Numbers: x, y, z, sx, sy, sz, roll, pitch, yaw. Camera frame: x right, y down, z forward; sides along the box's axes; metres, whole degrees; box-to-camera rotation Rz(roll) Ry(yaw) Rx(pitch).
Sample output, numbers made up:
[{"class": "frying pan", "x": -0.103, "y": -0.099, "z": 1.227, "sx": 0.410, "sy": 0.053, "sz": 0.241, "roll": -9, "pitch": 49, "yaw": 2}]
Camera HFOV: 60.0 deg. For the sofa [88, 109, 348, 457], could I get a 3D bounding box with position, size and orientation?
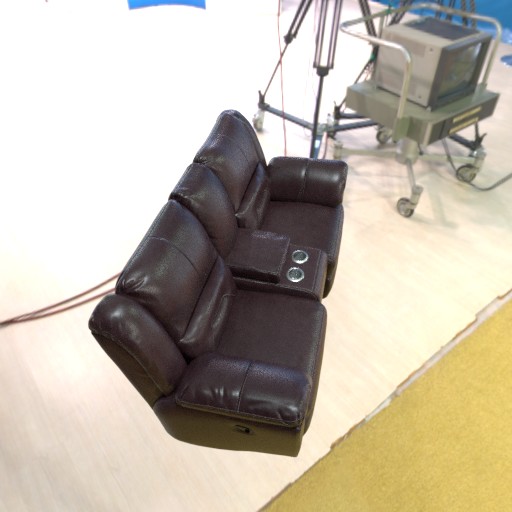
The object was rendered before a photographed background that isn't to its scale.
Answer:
[{"class": "sofa", "x": 0.000, "y": 0.000, "z": 2.689, "sx": 0.991, "sy": 1.043, "sz": 2.058, "roll": 10, "pitch": 45, "yaw": 10}]
